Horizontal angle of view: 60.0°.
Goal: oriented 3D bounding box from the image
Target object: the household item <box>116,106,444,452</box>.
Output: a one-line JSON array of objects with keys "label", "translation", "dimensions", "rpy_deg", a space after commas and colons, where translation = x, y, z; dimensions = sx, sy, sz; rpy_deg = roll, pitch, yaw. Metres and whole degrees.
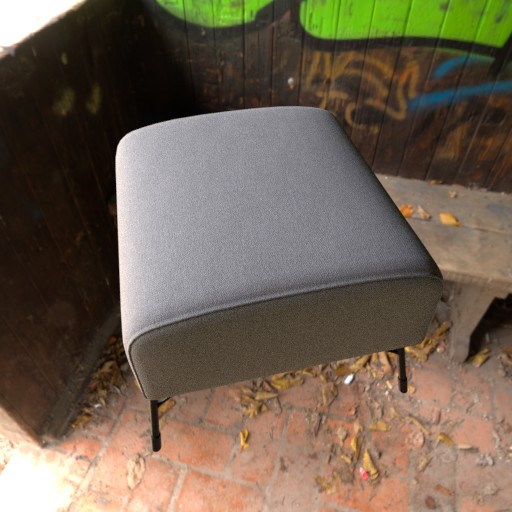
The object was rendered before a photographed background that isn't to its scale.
[{"label": "household item", "translation": [0.000, 0.000, 0.905], "dimensions": [0.530, 0.410, 0.530], "rpy_deg": [-10, 48, -9]}]
